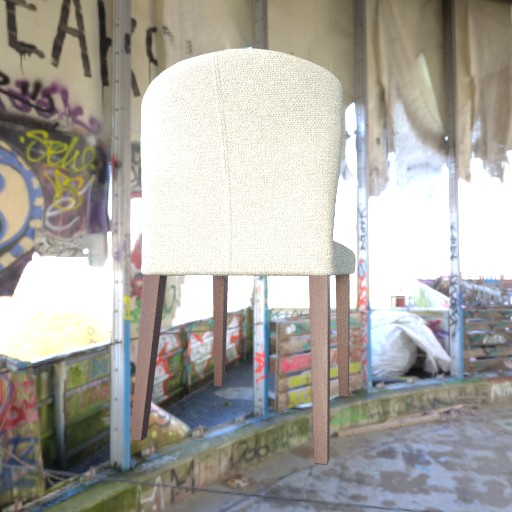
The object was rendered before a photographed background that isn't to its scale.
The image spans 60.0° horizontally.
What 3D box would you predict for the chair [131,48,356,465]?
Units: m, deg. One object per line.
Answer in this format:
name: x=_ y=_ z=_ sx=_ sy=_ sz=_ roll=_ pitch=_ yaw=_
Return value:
chair: x=0.000 y=0.000 z=1.179 sx=0.491 sy=0.839 sz=0.589 roll=-1 pitch=-2 yaw=17
